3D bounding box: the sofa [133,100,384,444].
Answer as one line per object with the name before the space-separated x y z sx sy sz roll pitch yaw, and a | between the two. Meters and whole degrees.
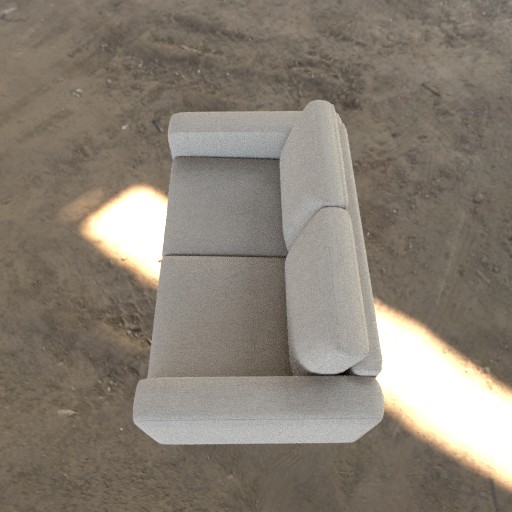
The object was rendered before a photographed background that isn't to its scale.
sofa | 0.000 0.000 2.051 0.900 0.800 1.540 0 60 0
